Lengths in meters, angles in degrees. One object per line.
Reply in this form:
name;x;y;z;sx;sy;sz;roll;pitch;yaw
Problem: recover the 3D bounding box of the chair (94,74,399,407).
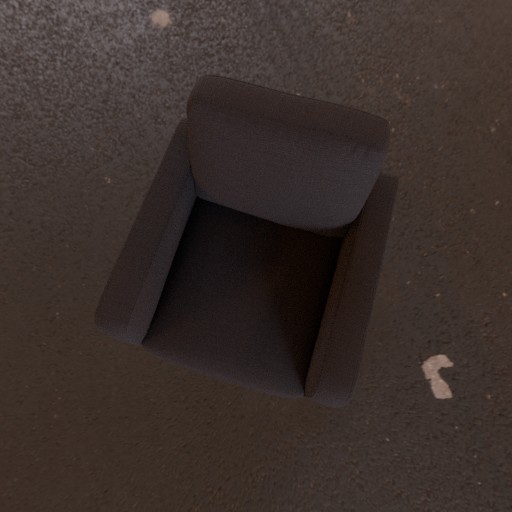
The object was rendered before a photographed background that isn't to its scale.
chair;0.000;0.000;1.501;0.798;0.855;0.863;16;76;4
